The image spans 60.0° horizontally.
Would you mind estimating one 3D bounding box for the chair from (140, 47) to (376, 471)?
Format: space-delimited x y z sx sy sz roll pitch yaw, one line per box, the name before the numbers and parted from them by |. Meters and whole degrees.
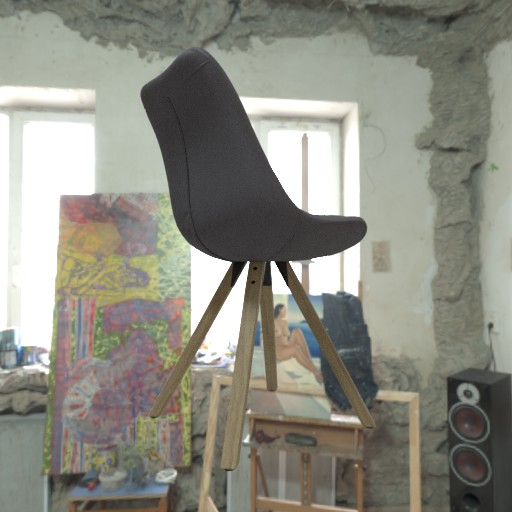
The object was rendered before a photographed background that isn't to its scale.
chair | 0.000 0.000 1.169 0.547 0.865 0.483 1 -1 -36
